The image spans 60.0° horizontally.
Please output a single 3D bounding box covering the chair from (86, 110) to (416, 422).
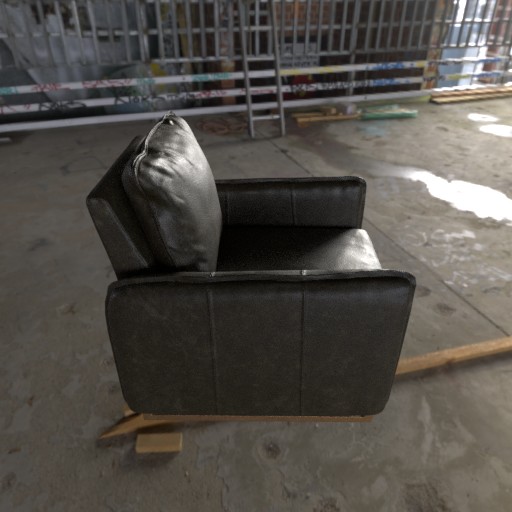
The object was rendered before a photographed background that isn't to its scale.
[{"bbox_3d":[0.000,0.000,1.608,0.921,0.921,0.830,0,32,1],"label":"chair"}]
